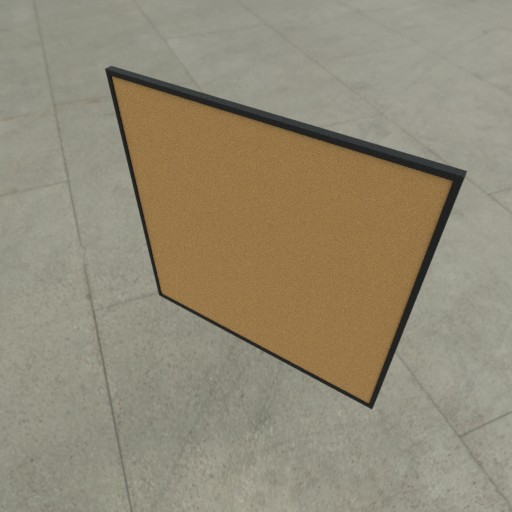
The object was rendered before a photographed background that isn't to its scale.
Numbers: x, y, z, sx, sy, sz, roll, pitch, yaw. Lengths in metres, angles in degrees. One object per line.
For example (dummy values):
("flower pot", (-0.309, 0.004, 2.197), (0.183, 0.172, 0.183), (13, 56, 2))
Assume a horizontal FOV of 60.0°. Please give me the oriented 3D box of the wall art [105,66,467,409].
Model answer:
("wall art", (0.000, 0.000, 0.657), (0.458, 0.457, 0.013), (24, 50, 22))
